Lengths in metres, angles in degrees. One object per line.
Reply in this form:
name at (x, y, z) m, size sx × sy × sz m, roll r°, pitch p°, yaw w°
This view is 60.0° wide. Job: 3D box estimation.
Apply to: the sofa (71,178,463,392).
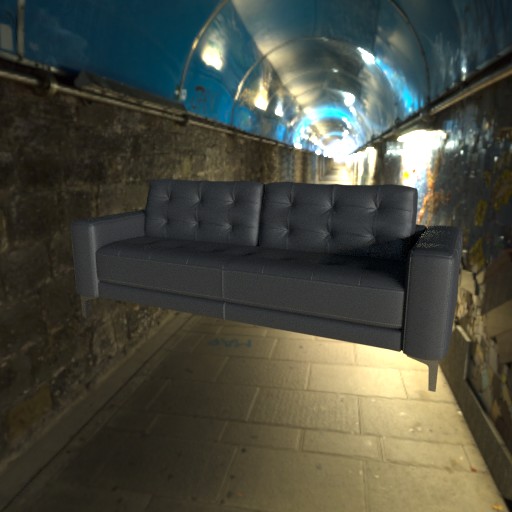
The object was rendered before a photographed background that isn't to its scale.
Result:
sofa at (0.000, 0.000, 2.722) m, size 2.275 × 0.893 × 0.833 m, roll 6°, pitch 14°, yaw 26°
